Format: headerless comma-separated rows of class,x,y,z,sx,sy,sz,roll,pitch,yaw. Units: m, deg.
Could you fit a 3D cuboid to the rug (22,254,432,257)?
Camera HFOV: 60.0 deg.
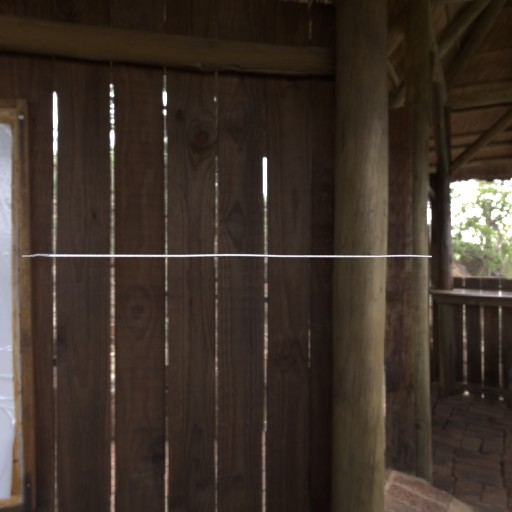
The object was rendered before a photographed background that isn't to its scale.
rug,0.000,0.000,2.691,2.439,0.013,0.762,0,0,-35
